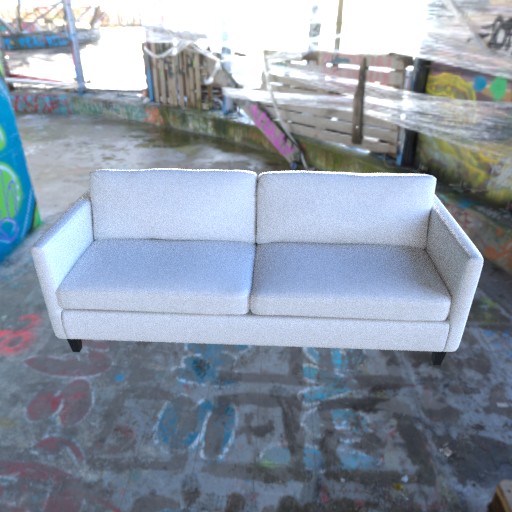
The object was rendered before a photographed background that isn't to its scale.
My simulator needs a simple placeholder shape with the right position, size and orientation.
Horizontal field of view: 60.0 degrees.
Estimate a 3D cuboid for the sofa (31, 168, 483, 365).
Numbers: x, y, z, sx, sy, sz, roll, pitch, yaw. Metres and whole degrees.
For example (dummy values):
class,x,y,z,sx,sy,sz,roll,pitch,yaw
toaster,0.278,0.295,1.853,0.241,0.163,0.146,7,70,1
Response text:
class,x,y,z,sx,sy,sz,roll,pitch,yaw
sofa,0.000,0.000,2.854,2.434,0.965,0.948,1,30,3
